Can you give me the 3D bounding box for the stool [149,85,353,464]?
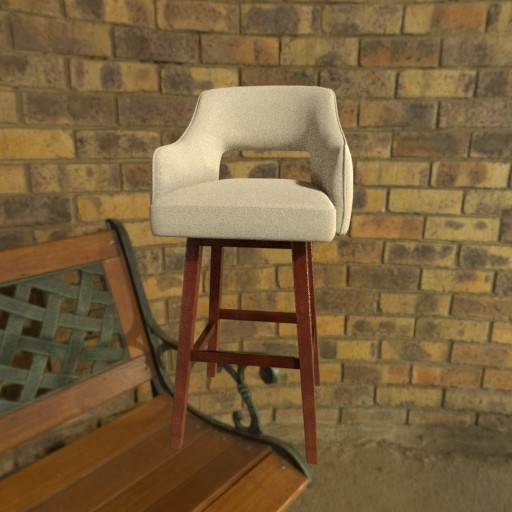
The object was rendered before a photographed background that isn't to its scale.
[{"bbox_3d":[0.000,0.000,1.362,0.550,1.041,0.560,2,15,9],"label":"stool"}]
